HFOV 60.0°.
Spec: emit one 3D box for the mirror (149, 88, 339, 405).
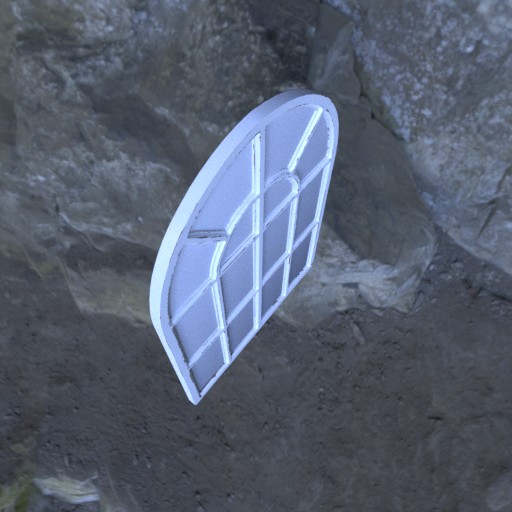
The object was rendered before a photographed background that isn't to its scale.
[{"bbox_3d":[0.000,0.000,1.165,0.032,0.920,0.660,33,63,19],"label":"mirror"}]
